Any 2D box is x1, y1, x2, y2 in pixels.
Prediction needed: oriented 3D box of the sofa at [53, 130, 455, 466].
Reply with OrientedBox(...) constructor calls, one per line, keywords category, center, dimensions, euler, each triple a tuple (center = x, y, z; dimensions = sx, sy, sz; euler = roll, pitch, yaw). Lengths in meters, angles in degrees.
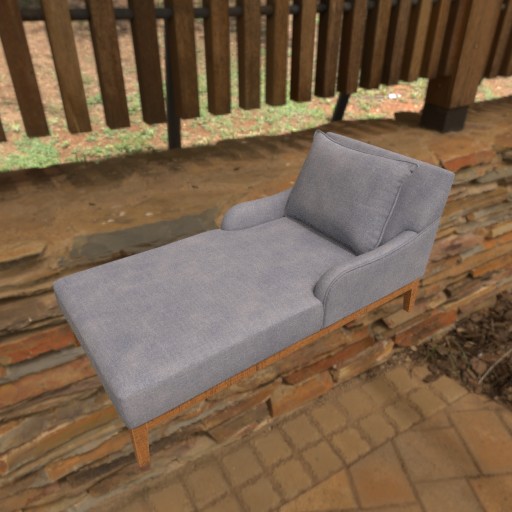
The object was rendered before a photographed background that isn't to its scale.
OrientedBox(category="sofa", center=(0.000, 0.000, 2.218), dimensions=(1.779, 0.883, 0.904), euler=(-21, 37, -30))
